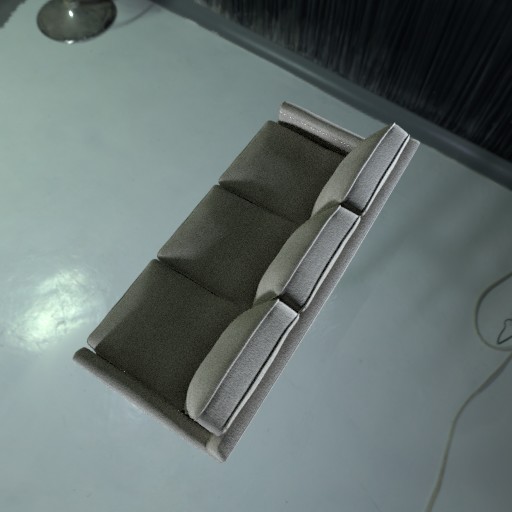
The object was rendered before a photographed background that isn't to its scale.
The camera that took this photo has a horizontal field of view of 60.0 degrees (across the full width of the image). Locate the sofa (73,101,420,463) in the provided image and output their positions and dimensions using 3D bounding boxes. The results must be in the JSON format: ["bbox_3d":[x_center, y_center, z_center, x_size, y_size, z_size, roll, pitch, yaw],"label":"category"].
[{"bbox_3d":[0.000,0.000,2.803,1.084,1.003,2.246,30,68,14],"label":"sofa"}]
